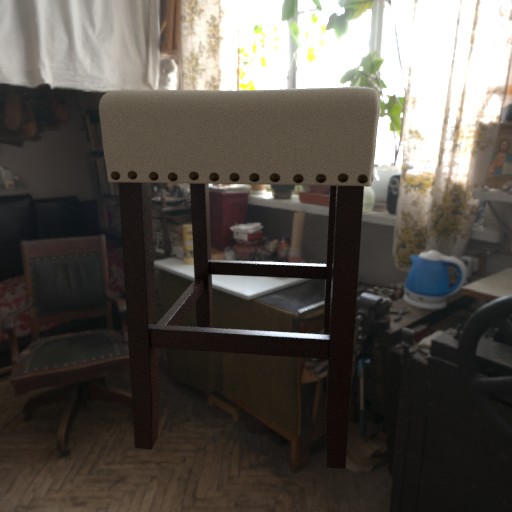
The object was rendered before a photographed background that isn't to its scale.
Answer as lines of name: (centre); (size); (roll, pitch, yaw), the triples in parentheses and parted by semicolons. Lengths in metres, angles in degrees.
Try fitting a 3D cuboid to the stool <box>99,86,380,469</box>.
stool: (0.000, 0.000, 0.905); (0.401, 0.609, 0.471); (2, 15, 8)
